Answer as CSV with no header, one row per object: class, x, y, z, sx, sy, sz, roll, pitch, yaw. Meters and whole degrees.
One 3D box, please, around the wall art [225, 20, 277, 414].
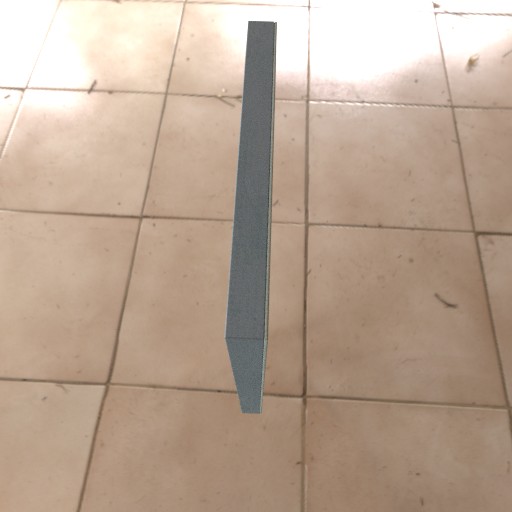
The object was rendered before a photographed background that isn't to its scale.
wall art,0.000,0.000,0.695,0.037,0.509,0.409,2,64,1
